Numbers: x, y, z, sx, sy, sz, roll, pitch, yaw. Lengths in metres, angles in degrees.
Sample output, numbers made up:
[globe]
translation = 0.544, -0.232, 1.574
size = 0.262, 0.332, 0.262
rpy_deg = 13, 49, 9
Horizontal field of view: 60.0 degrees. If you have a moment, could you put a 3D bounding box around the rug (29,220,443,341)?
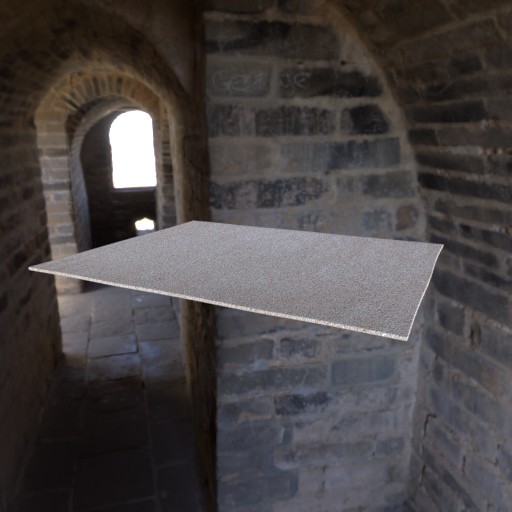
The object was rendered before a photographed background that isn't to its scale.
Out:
[rug]
translation = 0.000, 0.000, 4.051
size = 3.000, 0.026, 2.400
rpy_deg = 7, 16, 26
